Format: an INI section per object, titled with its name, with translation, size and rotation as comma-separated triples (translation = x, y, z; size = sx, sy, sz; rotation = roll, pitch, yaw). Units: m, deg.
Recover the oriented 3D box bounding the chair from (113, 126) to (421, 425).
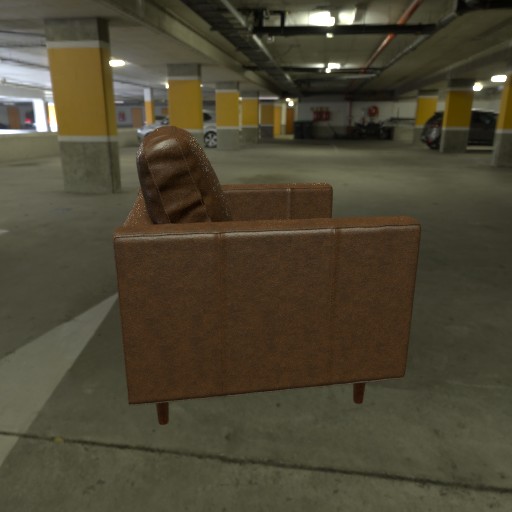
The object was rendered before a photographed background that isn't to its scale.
[chair]
translation = 0.000, 0.000, 1.697
size = 0.909, 0.956, 0.890
rotation = -3, 17, -9
